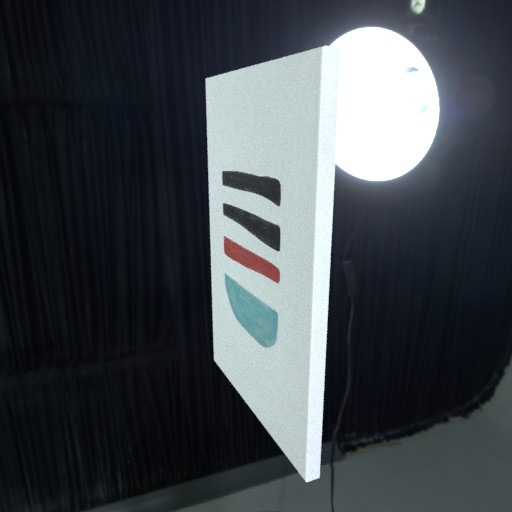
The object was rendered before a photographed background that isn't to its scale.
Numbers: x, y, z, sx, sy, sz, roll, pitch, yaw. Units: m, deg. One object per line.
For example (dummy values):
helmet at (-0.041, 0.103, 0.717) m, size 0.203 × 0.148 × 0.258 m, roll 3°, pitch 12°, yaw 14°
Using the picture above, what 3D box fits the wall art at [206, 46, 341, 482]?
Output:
wall art at (0.000, 0.000, 1.152) m, size 0.038 × 0.912 × 0.607 m, roll -8°, pitch 18°, yaw -24°
